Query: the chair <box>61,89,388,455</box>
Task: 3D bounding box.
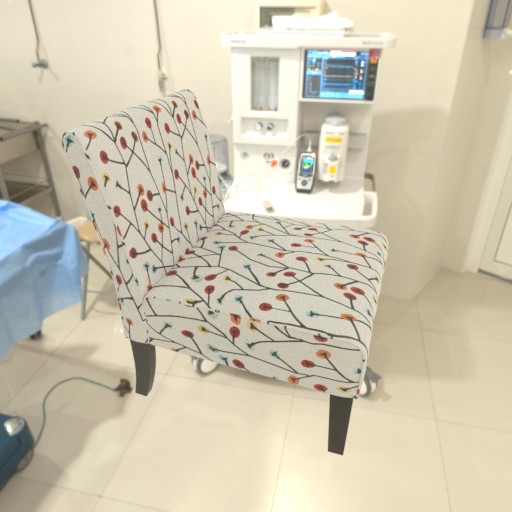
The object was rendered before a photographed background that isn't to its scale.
[{"bbox_3d":[0.000,0.000,1.310,0.732,0.813,0.597,10,32,17],"label":"chair"}]
